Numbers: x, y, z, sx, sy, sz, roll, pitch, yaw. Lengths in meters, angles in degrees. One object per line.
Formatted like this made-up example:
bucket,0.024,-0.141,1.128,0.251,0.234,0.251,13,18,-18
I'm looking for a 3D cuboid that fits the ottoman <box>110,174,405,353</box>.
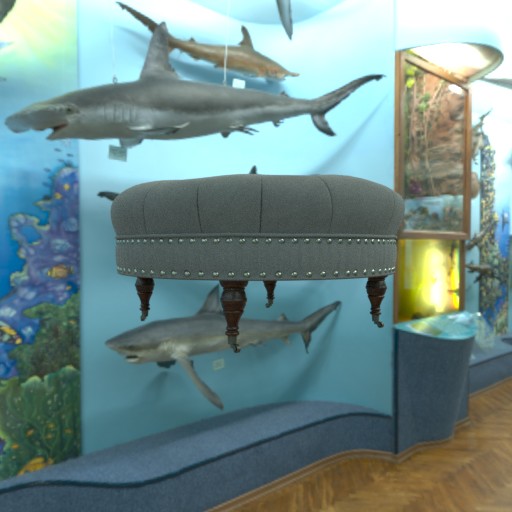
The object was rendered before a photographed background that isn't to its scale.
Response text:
ottoman,0.000,0.000,1.410,0.901,0.439,0.901,0,1,0
